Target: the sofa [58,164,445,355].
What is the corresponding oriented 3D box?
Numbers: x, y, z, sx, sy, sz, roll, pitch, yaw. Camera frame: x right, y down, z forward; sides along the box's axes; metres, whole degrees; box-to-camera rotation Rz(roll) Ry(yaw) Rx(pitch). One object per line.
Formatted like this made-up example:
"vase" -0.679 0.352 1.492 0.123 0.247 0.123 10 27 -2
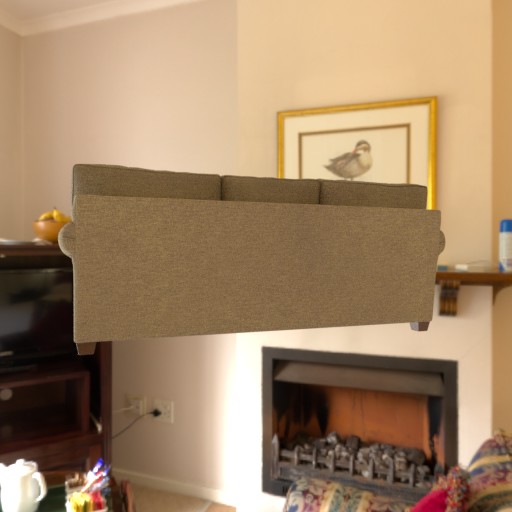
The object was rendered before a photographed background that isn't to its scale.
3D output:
"sofa" 0.000 0.000 2.874 2.312 0.975 0.965 0 0 -19
